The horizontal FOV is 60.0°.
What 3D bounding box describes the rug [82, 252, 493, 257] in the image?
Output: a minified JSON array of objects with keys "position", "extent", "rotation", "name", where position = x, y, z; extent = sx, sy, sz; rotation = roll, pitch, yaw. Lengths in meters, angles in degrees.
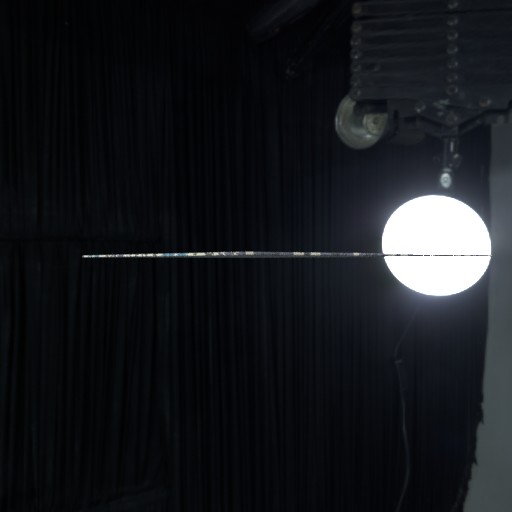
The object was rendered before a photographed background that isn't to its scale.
[{"position":[0.000,0.000,2.935],"extent":[1.676,0.013,2.261],"rotation":[0,0,-35],"name":"rug"}]
